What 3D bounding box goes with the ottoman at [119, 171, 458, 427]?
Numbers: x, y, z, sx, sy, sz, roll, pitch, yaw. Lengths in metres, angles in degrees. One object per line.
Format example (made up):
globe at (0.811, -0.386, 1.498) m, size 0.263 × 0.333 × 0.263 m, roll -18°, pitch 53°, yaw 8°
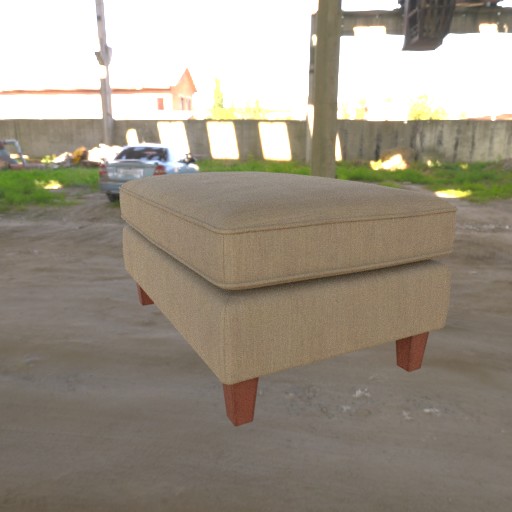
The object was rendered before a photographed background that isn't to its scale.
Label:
ottoman at (0.000, 0.000, 1.337) m, size 0.636 × 0.480 × 0.941 m, roll -7°, pitch 16°, yaw -27°
